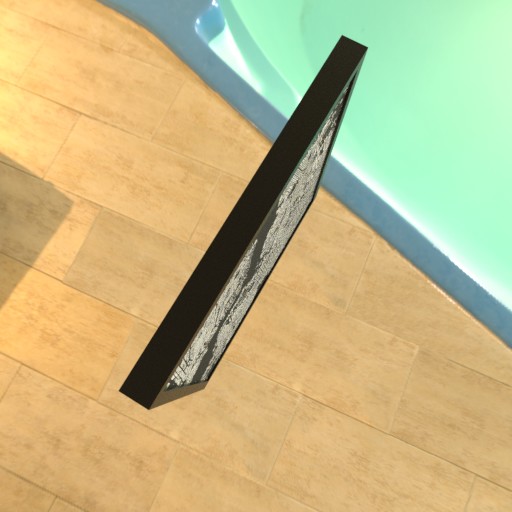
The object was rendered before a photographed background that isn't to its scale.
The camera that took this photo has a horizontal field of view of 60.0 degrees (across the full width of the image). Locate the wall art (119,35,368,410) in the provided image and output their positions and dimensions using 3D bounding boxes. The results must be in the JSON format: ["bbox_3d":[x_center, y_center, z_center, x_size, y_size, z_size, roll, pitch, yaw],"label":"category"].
[{"bbox_3d":[0.000,0.000,0.757,0.038,0.506,0.506,29,78,7],"label":"wall art"}]
